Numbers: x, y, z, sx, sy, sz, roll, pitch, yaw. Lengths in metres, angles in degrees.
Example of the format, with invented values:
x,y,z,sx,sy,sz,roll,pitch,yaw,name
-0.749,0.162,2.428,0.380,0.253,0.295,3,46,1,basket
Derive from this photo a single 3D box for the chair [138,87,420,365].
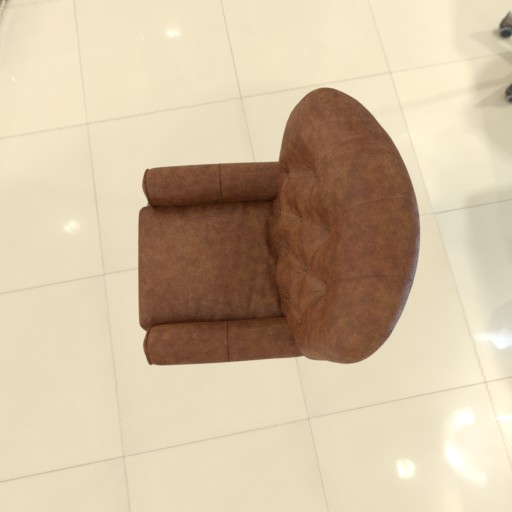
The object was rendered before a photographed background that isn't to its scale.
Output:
x,y,z,sx,sy,sz,roll,pitch,yaw,name
0.000,0.000,1.915,1.059,1.164,0.951,-4,76,-1,chair
